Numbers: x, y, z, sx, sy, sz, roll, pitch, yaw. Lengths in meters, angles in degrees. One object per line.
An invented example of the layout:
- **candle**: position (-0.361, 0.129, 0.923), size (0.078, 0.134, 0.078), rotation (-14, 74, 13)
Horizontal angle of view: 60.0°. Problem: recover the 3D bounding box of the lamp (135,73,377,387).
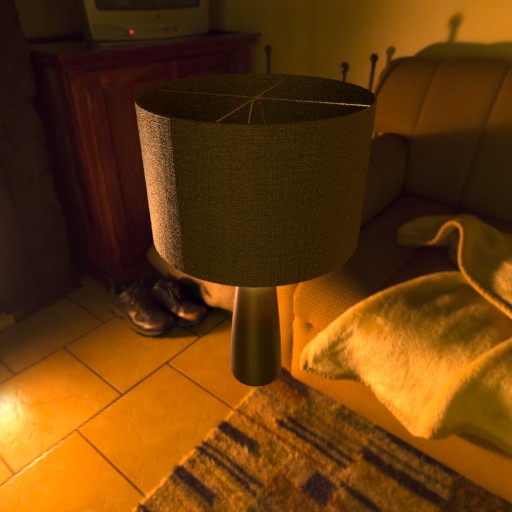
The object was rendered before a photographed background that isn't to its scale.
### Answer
- **lamp**: position (0.000, 0.000, 0.694), size (0.303, 0.488, 0.303), rotation (0, 31, 0)
